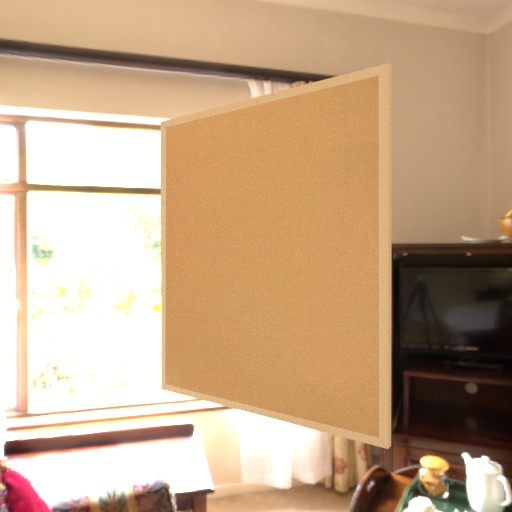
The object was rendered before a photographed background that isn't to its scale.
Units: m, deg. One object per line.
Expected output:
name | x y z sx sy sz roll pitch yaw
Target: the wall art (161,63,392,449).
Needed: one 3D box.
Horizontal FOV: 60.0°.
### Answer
wall art | 0.000 0.000 0.785 0.482 0.557 0.012 0 0 36
